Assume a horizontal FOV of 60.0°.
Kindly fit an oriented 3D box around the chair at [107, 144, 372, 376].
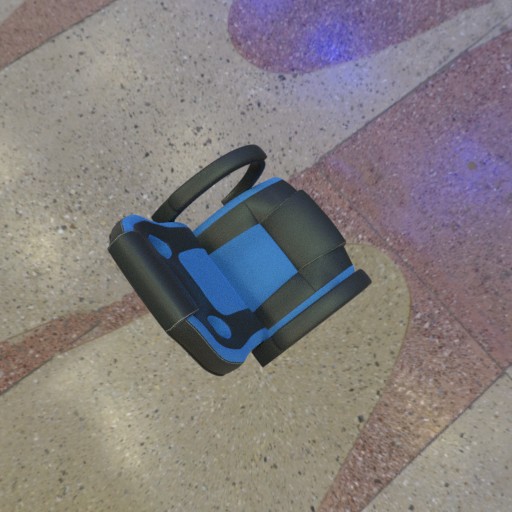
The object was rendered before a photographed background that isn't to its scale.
[{"bbox_3d":[0.000,0.000,1.636,0.724,1.187,0.673,-37,79,-8],"label":"chair"}]
